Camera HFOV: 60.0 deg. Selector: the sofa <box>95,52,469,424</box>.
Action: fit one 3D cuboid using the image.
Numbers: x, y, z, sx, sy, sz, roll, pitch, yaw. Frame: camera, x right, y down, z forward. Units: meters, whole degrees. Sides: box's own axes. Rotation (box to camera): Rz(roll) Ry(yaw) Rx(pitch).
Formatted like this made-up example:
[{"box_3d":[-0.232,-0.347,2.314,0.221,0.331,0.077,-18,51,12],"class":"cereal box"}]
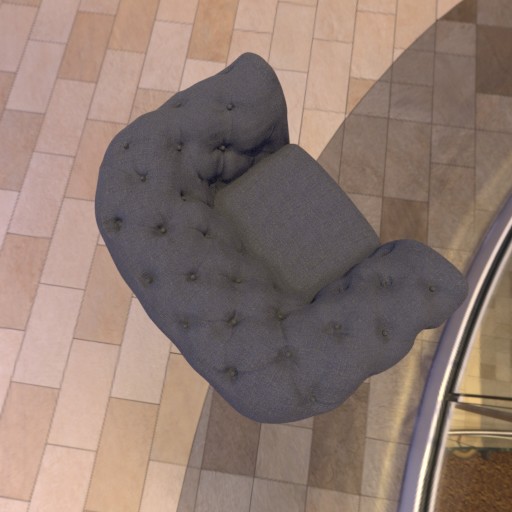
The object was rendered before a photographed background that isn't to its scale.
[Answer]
[{"box_3d":[0.000,0.000,2.038,1.032,0.878,1.405,-37,78,-9],"class":"sofa"}]
